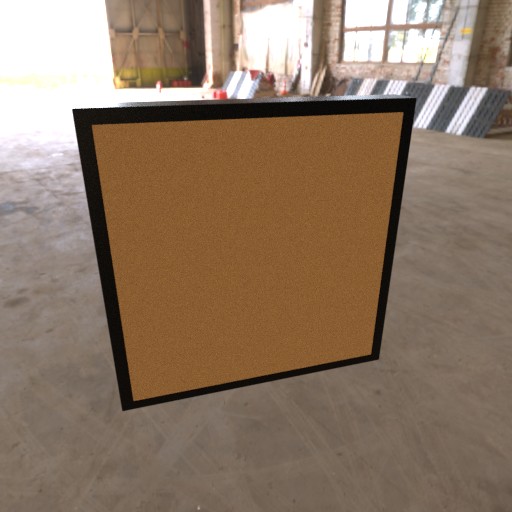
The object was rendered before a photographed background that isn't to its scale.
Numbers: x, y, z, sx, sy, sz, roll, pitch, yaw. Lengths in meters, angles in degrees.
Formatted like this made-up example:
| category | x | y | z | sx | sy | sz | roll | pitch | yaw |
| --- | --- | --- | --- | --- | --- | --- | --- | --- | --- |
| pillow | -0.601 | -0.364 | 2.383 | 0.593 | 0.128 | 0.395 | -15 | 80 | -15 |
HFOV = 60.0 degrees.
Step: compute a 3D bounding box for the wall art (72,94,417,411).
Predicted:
| category | x | y | z | sx | sy | sz | roll | pitch | yaw |
| --- | --- | --- | --- | --- | --- | --- | --- | --- | --- |
| wall art | 0.000 | 0.000 | 0.450 | 0.299 | 0.299 | 0.037 | -7 | 26 | -15 |
